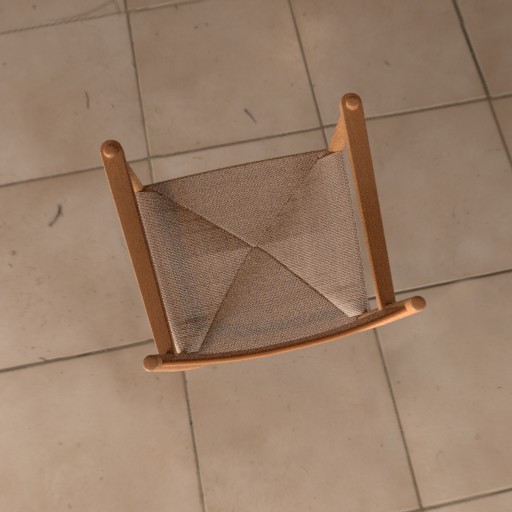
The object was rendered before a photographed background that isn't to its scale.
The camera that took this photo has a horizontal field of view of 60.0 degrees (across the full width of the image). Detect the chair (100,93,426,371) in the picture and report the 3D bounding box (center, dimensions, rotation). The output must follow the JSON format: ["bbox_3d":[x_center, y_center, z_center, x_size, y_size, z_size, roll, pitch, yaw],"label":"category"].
[{"bbox_3d":[0.000,0.000,1.103,0.556,0.762,0.495,-12,76,-3],"label":"chair"}]
